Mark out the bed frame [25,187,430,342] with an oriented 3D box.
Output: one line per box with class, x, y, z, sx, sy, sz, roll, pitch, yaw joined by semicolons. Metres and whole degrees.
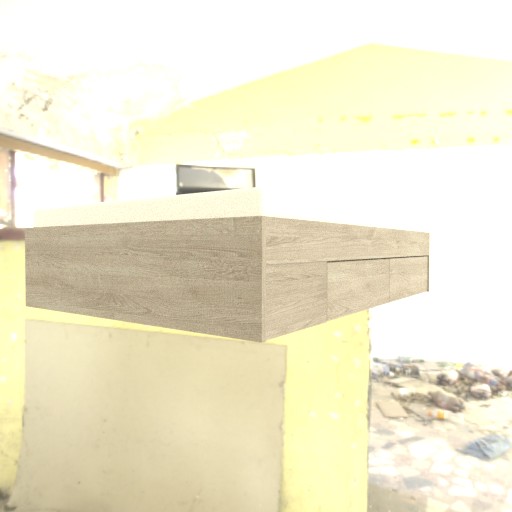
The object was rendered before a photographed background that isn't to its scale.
bed frame;0.000;0.000;2.583;1.448;0.490;1.944;1;1;36
